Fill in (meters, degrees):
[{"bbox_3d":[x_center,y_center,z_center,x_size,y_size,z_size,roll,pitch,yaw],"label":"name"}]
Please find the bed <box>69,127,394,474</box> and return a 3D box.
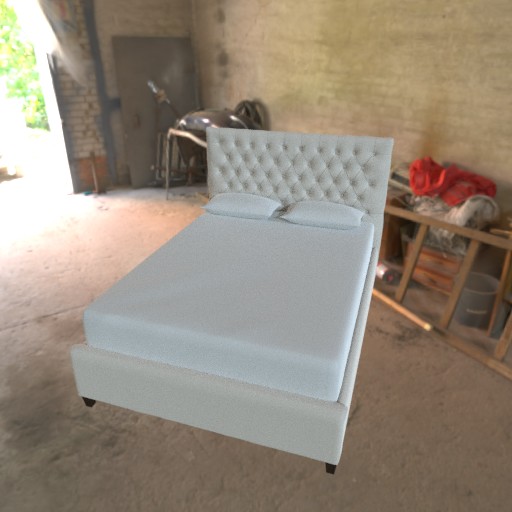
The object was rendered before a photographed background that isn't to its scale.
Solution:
[{"bbox_3d":[0.000,0.000,3.281,1.696,1.426,2.233,8,27,16],"label":"bed"}]
